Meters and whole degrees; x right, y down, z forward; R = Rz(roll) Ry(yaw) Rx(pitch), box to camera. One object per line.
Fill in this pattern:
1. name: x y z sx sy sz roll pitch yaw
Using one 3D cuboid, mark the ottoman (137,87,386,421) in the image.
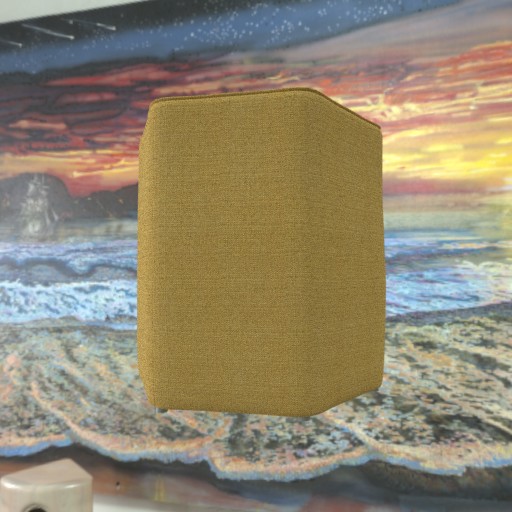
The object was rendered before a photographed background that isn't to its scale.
1. ottoman: 0.000 0.000 0.875 0.443 0.502 0.494 1 -2 -19
